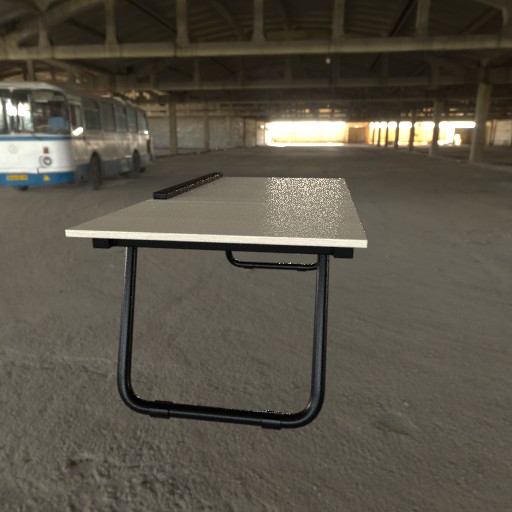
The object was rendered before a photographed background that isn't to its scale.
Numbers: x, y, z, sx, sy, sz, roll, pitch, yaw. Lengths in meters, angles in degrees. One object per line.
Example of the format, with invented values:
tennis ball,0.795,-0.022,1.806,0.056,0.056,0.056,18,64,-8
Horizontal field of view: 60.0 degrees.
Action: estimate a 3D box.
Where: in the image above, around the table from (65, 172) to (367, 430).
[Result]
table,0.000,0.000,0.794,0.322,0.242,0.644,2,15,9
